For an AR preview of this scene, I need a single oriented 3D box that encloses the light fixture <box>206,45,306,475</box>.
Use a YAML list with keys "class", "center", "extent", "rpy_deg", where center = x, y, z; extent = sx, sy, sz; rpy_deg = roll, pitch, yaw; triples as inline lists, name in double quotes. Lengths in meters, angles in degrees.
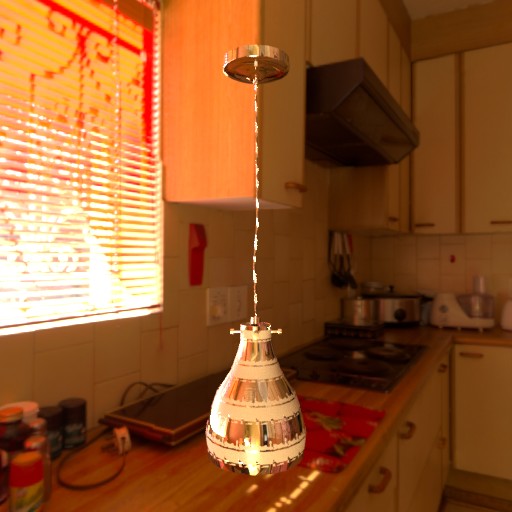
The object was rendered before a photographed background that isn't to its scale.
- class: "light fixture"
  center: [0.000, 0.000, 1.651]
  extent: [0.374, 1.457, 0.374]
  rpy_deg: [0, 0, 0]
